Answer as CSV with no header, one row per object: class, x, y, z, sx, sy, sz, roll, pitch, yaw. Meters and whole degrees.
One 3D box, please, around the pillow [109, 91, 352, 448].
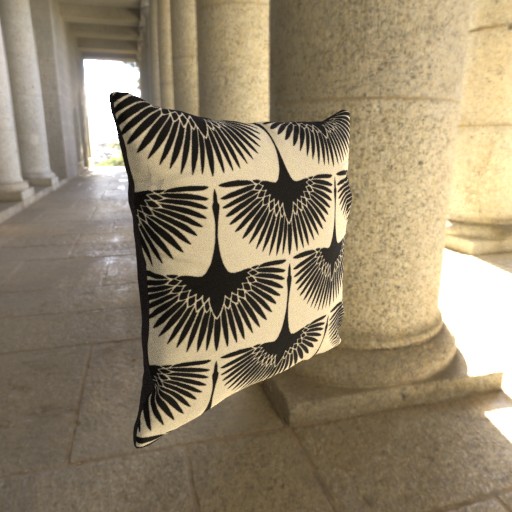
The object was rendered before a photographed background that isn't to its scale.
pillow,0.000,0.000,0.658,0.432,0.432,0.139,-14,20,-43
